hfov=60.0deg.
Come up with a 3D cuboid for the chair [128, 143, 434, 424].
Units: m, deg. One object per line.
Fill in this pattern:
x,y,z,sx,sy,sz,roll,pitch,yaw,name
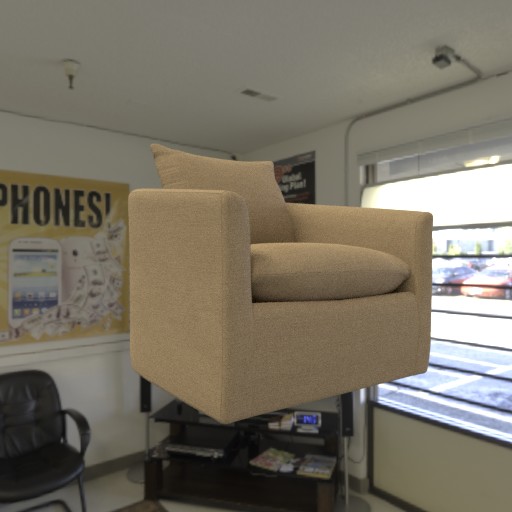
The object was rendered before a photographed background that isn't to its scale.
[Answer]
0.000,0.000,1.610,0.845,0.848,0.910,0,0,-36,chair
